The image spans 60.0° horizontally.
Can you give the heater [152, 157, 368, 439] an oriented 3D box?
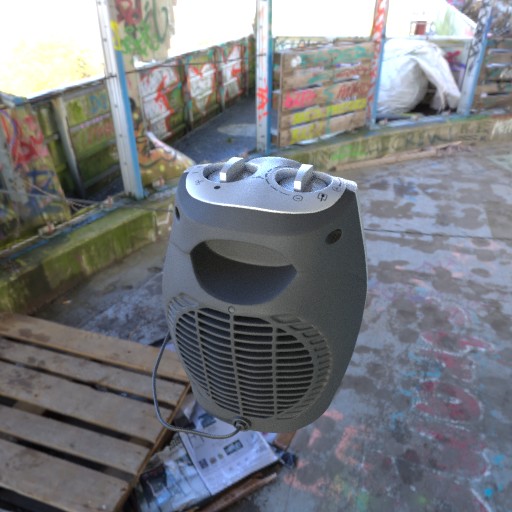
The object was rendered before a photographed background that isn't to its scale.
[{"bbox_3d":[0.000,0.000,0.472,0.239,0.240,0.291,9,32,15],"label":"heater"}]
